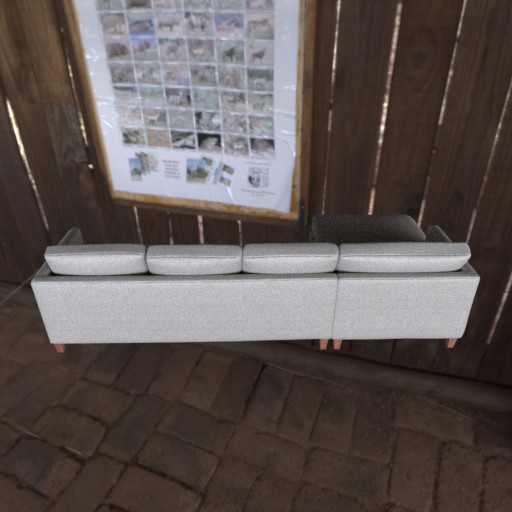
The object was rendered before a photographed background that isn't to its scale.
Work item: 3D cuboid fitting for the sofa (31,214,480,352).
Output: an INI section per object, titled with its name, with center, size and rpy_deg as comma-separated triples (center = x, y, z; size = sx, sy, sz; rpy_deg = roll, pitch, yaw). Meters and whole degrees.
[sofa]
center = 0.000, 0.000, 3.851
size = 3.201, 0.876, 1.502
rpy_deg = -1, 31, -1
